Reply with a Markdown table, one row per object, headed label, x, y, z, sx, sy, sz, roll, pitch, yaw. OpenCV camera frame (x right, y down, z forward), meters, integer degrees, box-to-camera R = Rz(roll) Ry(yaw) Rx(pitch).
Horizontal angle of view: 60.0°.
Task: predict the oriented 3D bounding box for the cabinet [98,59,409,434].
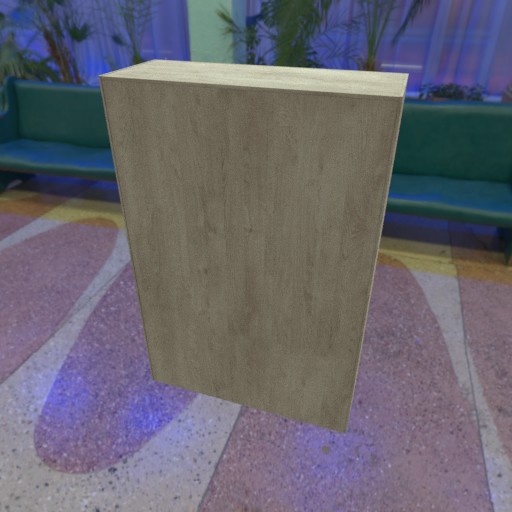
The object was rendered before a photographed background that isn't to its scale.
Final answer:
| label | x | y | z | sx | sy | sz | roll | pitch | yaw |
| --- | --- | --- | --- | --- | --- | --- | --- | --- | --- |
| cabinet | 0.000 | 0.000 | 2.482 | 1.290 | 1.910 | 0.510 | 10 | 33 | 16 |
